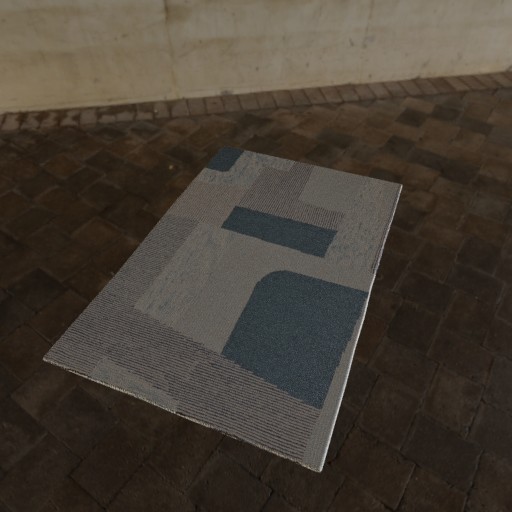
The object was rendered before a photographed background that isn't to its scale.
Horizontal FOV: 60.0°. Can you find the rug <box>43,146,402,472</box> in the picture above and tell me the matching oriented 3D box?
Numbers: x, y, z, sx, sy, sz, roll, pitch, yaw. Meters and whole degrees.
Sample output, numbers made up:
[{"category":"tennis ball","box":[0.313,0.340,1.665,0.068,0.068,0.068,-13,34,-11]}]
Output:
[{"category":"rug","box":[0.000,0.000,2.338,1.238,0.020,1.847,16,47,15]}]
